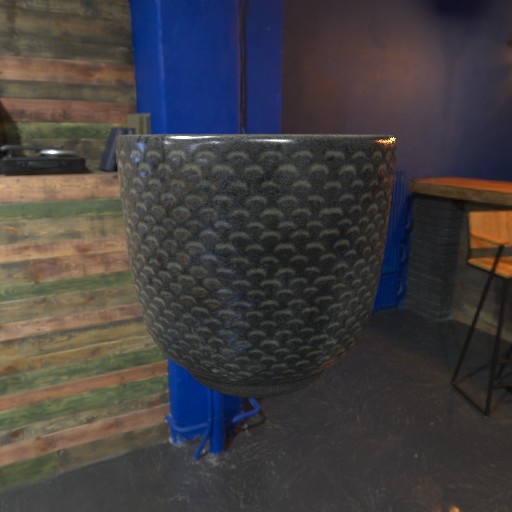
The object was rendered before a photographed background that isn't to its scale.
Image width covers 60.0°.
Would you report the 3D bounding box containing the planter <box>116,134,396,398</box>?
[{"bbox_3d":[0.000,0.000,0.245,0.140,0.129,0.140,0,15,0],"label":"planter"}]
